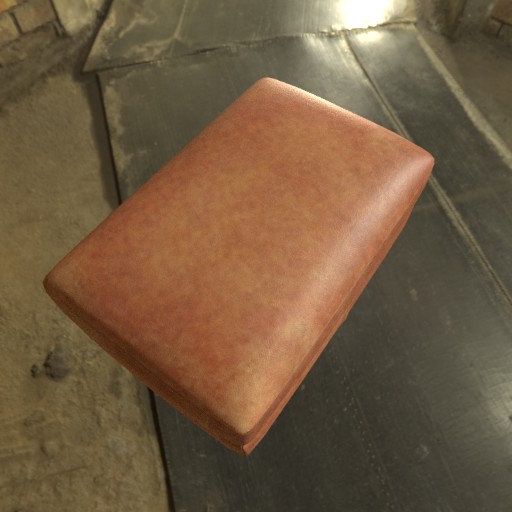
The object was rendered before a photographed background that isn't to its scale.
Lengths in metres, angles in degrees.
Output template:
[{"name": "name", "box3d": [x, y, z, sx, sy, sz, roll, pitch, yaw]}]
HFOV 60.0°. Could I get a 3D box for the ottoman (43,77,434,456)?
[{"name": "ottoman", "box3d": [0.000, 0.000, 1.182, 0.565, 0.507, 0.852, 32, 65, 17]}]
